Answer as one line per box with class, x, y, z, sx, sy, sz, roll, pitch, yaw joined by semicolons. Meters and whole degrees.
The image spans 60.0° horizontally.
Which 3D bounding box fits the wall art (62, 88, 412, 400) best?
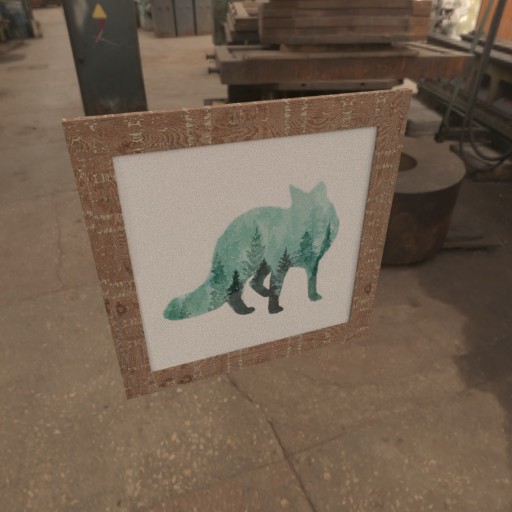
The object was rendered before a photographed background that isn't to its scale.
wall art;0.000;0.000;0.571;0.384;0.384;0.012;-11;34;-17
